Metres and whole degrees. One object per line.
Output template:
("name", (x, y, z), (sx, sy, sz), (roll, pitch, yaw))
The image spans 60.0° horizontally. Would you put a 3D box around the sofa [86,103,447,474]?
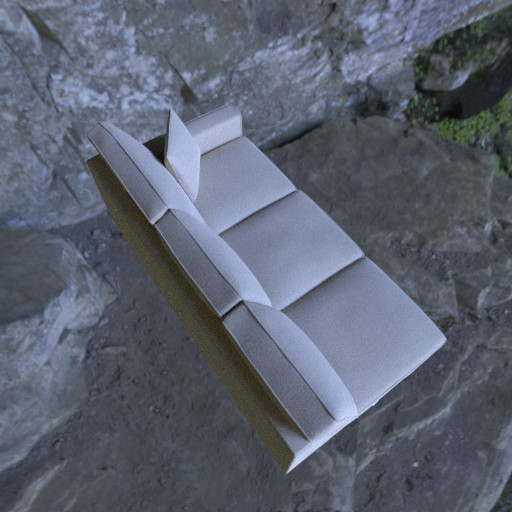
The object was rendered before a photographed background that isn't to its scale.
("sofa", (0.000, 0.000, 2.491), (1.034, 0.946, 1.963), (-32, 64, -18))
